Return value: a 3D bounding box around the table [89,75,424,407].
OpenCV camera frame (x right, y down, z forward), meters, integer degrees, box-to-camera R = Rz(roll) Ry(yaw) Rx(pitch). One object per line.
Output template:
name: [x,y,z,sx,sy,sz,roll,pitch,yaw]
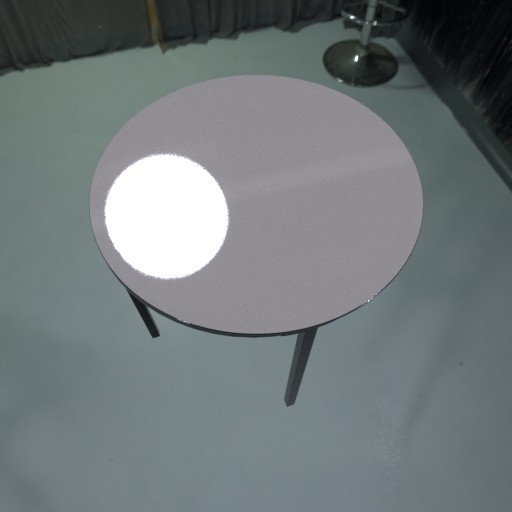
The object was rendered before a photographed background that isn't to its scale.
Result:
table: [0.000,0.000,0.860,0.499,0.443,0.499,0,58,0]
